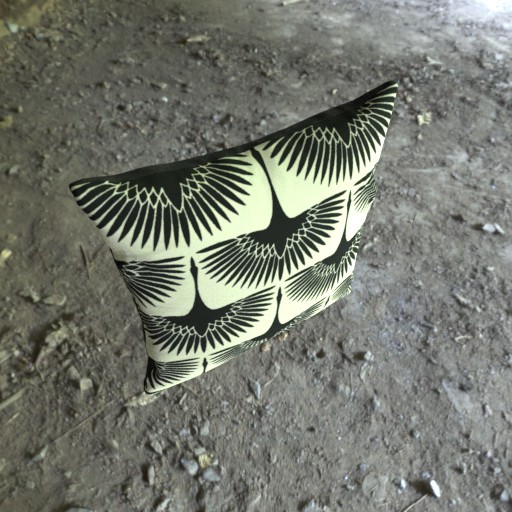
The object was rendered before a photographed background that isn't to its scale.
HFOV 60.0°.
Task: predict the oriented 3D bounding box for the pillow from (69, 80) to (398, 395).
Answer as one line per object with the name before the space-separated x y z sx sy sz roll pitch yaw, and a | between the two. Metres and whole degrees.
pillow | 0.000 0.000 0.660 0.432 0.432 0.139 -24 51 -21
